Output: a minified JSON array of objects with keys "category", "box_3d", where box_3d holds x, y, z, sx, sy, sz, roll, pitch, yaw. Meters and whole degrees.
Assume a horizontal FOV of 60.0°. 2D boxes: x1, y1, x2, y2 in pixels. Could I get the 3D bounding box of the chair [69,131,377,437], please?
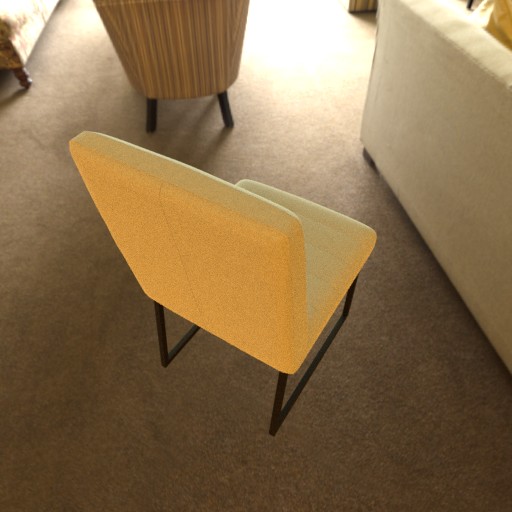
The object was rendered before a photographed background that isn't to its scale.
[{"category":"chair","box_3d":[0.000,0.000,1.284,0.520,0.930,0.634,25,51,22]}]
